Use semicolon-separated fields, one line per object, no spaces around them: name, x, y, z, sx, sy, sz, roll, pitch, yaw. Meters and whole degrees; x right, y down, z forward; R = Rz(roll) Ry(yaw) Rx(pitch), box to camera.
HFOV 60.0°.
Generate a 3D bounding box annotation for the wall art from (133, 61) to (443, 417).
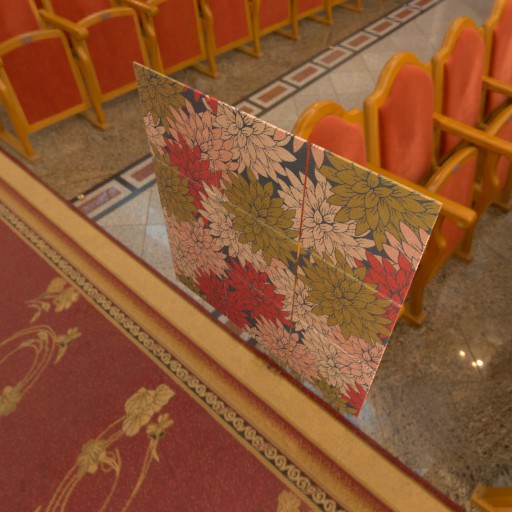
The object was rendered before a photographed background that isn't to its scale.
wall art;0.000;0.000;2.253;1.519;1.534;0.013;33;55;27
